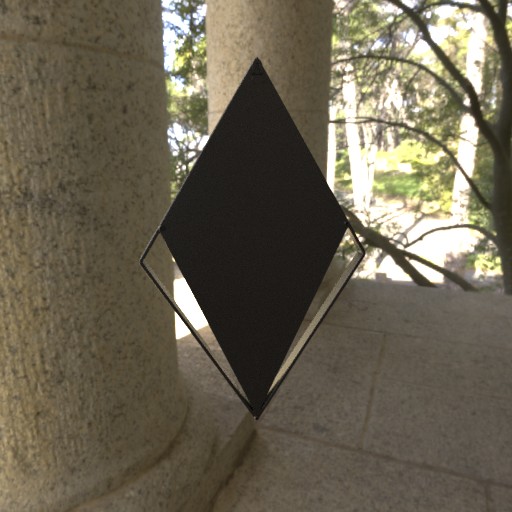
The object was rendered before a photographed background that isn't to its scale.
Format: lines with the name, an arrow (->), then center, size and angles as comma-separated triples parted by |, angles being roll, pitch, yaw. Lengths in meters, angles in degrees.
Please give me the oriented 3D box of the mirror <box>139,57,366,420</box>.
mirror -> 0.000, 0.000, 0.821 | 0.419, 0.679, 0.032 | -2, 14, -9
